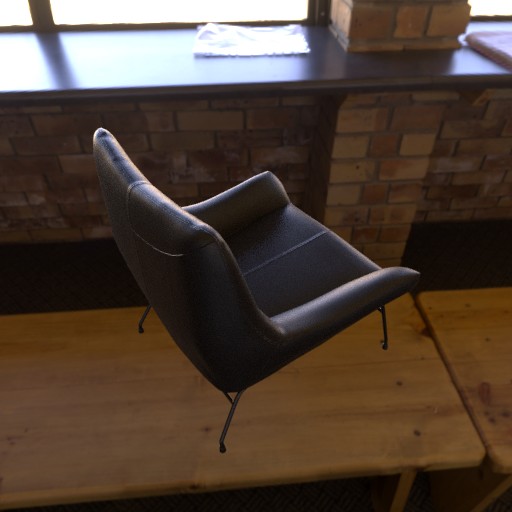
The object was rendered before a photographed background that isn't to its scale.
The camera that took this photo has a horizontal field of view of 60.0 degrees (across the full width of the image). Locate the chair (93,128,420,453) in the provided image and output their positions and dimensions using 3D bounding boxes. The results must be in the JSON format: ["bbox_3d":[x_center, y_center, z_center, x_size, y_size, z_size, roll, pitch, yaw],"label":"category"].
[{"bbox_3d":[0.000,0.000,1.574,0.826,0.922,0.836,-26,47,-26],"label":"chair"}]
